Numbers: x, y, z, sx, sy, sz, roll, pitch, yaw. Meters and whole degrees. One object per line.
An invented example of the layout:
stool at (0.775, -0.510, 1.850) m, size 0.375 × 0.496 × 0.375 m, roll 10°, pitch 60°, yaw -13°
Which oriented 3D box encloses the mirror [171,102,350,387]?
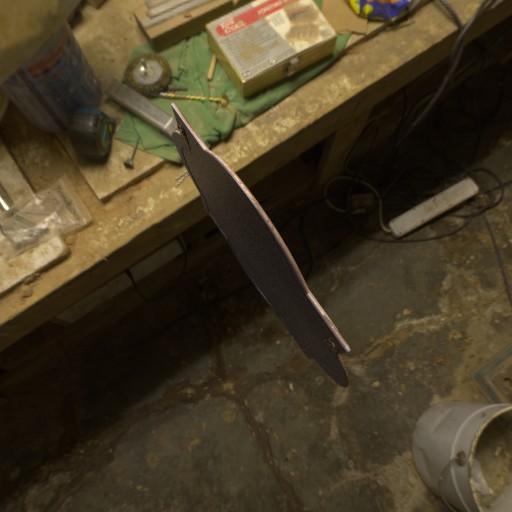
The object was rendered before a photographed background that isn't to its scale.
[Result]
mirror at (0.000, 0.000, 1.036) m, size 0.019 × 0.686 × 0.686 m, roll -33°, pitch 78°, yaw -8°
